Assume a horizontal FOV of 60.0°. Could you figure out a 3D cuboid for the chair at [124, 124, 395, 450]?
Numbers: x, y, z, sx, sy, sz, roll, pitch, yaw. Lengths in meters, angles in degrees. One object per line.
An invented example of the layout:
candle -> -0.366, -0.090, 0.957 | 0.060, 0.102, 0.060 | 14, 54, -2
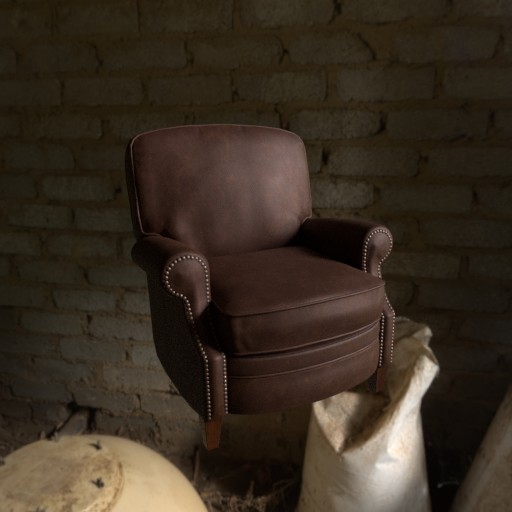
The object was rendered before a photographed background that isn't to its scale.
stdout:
chair -> 0.000, 0.000, 1.776 | 0.936, 1.018, 0.986 | -8, 18, -26
